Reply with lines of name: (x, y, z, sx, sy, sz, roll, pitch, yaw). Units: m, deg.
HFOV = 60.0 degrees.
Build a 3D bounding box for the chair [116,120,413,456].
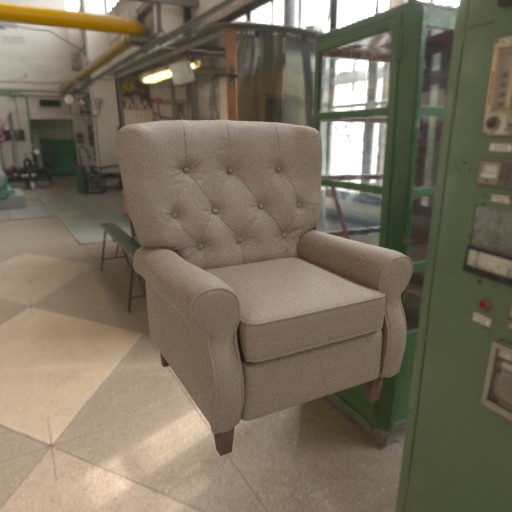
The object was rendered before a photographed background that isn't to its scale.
chair: (0.000, 0.000, 1.907, 0.999, 1.138, 1.041, -8, 17, -27)
